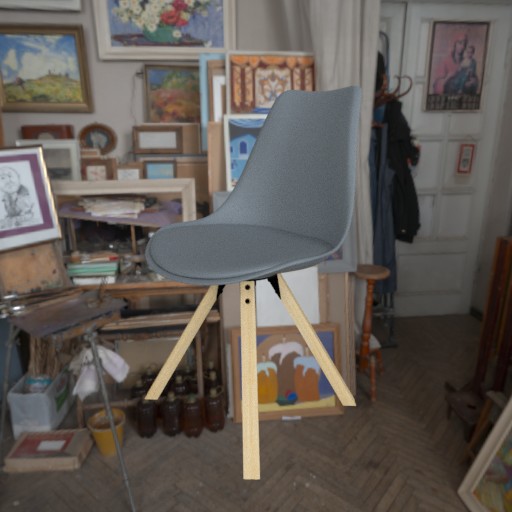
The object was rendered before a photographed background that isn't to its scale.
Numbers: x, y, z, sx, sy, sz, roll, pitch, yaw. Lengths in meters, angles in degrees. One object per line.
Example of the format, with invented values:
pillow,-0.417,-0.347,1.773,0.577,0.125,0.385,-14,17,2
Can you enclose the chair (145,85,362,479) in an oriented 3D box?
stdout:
chair,0.000,0.000,1.160,0.549,0.850,0.485,-16,23,-42
